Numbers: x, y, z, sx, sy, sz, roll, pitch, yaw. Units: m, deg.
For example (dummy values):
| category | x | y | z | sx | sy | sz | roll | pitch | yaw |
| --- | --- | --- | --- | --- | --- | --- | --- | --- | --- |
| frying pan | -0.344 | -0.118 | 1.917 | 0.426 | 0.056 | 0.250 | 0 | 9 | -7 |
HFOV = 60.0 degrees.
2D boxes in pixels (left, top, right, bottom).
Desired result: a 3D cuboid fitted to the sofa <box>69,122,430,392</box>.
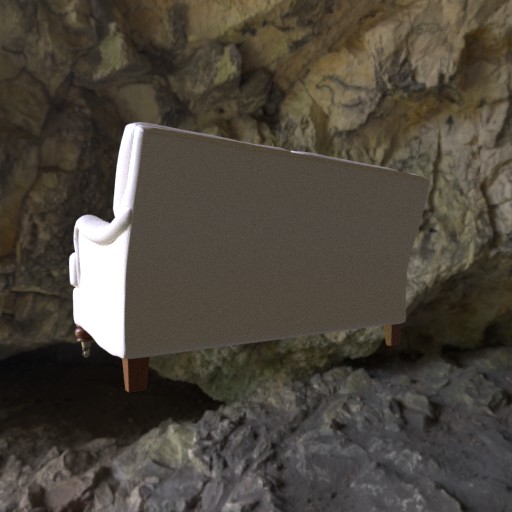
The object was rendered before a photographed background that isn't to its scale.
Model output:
| category | x | y | z | sx | sy | sz | roll | pitch | yaw |
| --- | --- | --- | --- | --- | --- | --- | --- | --- | --- |
| sofa | 0.000 | 0.000 | 2.531 | 1.853 | 1.101 | 1.084 | 0 | -1 | -35 |
